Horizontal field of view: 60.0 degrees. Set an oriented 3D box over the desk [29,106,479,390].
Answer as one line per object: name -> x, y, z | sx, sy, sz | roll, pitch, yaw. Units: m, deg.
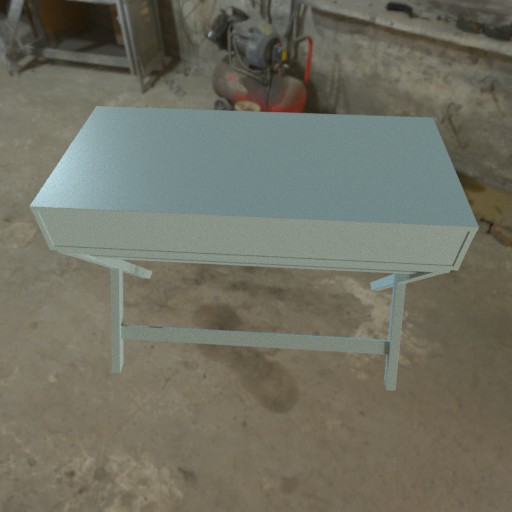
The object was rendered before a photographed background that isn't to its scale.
desk -> 0.000, 0.000, 1.494 | 1.059, 0.780, 0.509 | 3, 46, 3
